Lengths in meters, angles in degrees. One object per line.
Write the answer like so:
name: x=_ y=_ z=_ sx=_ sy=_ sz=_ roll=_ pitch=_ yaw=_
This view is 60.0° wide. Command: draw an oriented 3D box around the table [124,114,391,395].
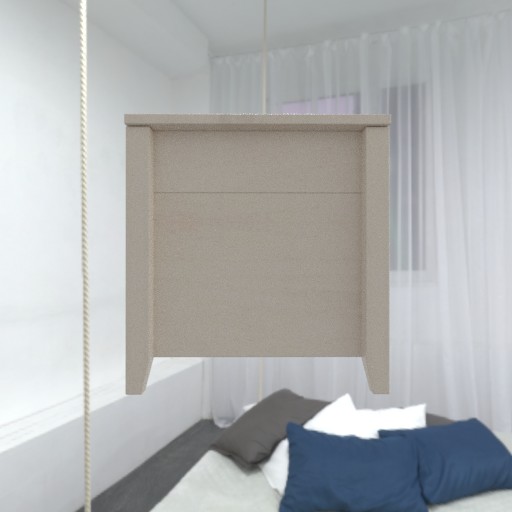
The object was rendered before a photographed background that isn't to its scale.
table: x=0.000 y=0.000 z=1.265 sx=0.457 sy=0.483 sz=1.016 roll=0 pitch=0 yaw=0
